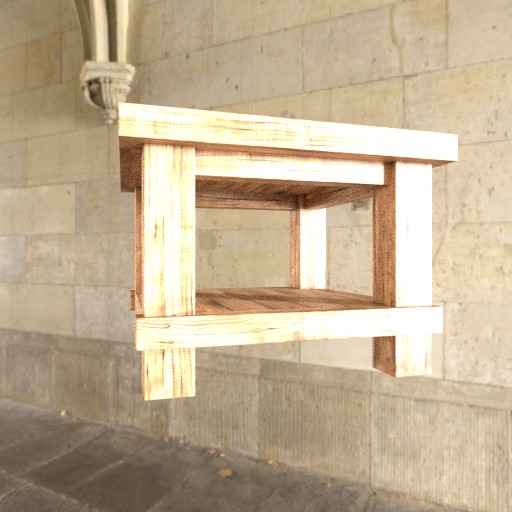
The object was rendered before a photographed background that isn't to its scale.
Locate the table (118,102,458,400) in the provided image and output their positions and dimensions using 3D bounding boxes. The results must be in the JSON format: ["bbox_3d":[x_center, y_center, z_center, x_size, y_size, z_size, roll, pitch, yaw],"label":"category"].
[{"bbox_3d":[0.000,0.000,1.036,0.610,0.457,0.610,0,0,-17],"label":"table"}]
